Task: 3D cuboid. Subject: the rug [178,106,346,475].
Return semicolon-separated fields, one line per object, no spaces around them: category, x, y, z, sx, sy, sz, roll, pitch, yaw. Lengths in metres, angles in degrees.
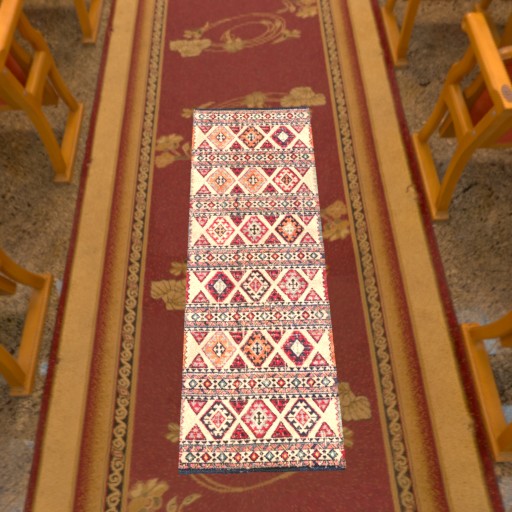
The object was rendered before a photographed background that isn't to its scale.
rug;0.000;0.000;2.686;0.832;0.008;2.362;-1;65;-1
